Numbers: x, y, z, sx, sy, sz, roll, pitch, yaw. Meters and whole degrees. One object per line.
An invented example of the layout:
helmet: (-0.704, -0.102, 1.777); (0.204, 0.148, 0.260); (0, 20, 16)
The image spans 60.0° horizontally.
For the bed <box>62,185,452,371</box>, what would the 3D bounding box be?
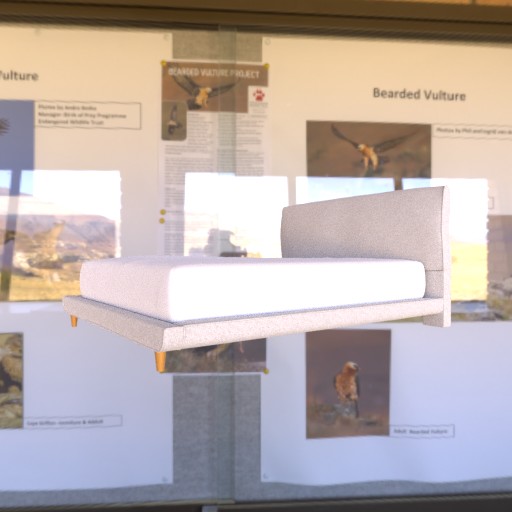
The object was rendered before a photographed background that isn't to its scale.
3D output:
bed: (0.000, 0.000, 3.568); (2.498, 1.126, 1.980); (0, 0, -36)
